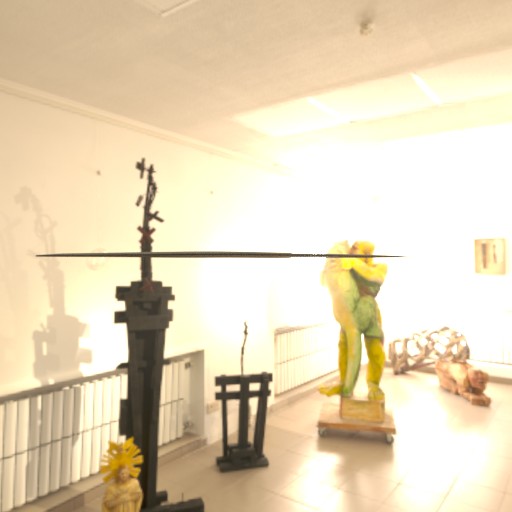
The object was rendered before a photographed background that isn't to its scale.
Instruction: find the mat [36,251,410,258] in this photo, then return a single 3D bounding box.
[{"bbox_3d":[0.000,0.000,1.887,0.918,0.013,1.524,0,-1,36],"label":"mat"}]
